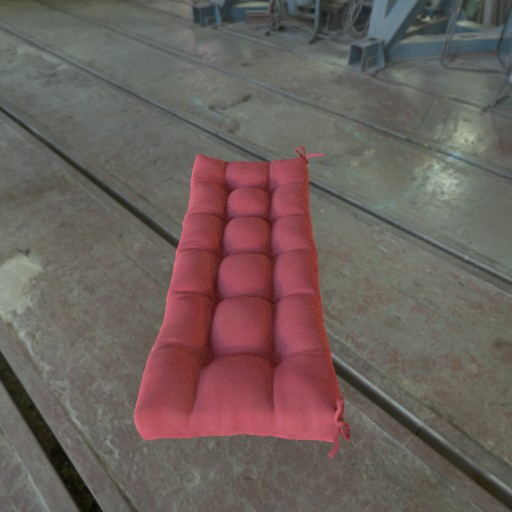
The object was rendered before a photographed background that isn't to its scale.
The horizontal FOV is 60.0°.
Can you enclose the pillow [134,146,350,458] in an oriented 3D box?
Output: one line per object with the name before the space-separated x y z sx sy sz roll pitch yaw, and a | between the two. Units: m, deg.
pillow | 0.000 0.000 1.339 0.511 0.174 1.194 1 41 1
